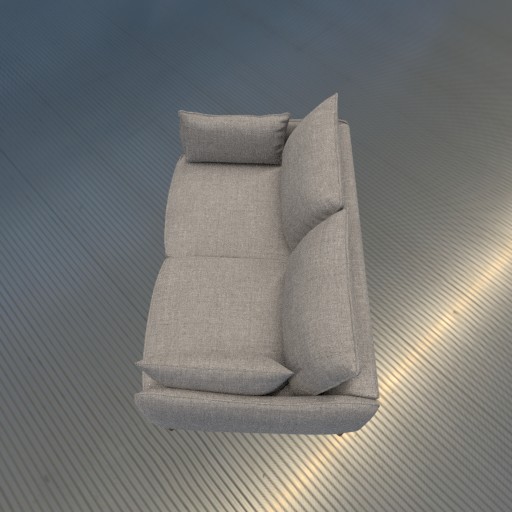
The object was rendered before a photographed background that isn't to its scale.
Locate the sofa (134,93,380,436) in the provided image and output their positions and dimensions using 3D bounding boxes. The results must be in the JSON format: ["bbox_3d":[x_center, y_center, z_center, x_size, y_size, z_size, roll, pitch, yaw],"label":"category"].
[{"bbox_3d":[0.000,0.000,2.164,0.972,0.851,1.580,1,59,1],"label":"sofa"}]
